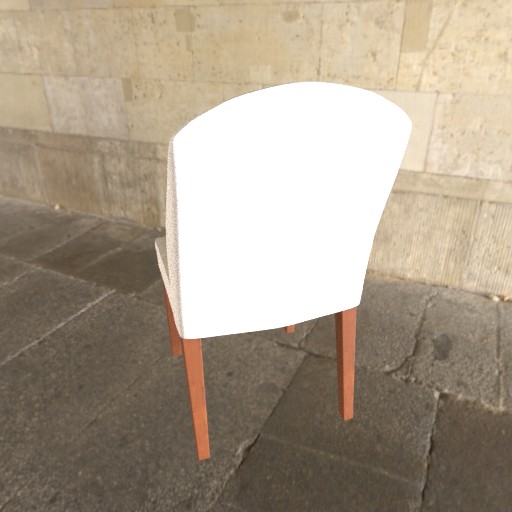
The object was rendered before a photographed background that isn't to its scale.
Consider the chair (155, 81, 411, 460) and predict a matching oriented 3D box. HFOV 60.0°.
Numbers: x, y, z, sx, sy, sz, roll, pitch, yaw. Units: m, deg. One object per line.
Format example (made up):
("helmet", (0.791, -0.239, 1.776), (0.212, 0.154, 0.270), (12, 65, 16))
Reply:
("chair", (0.000, 0.000, 1.160), (0.472, 0.893, 0.540), (-8, 27, -17))
